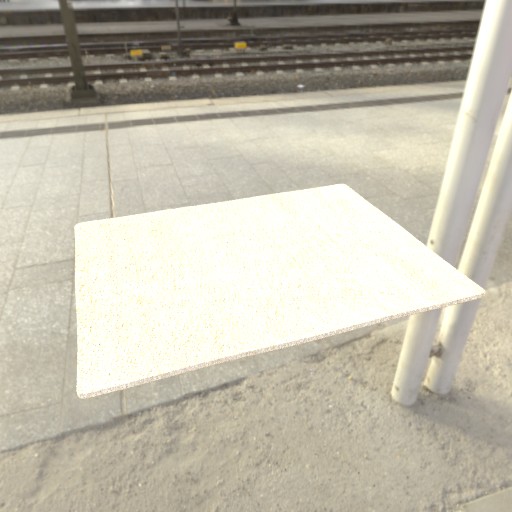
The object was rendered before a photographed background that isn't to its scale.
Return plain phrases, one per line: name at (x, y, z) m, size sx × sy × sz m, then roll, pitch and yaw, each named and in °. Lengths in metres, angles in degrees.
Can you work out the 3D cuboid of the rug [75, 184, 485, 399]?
rug at (0.000, 0.000, 2.080) m, size 1.600 × 0.027 × 1.200 m, roll -11°, pitch 34°, yaw -16°
